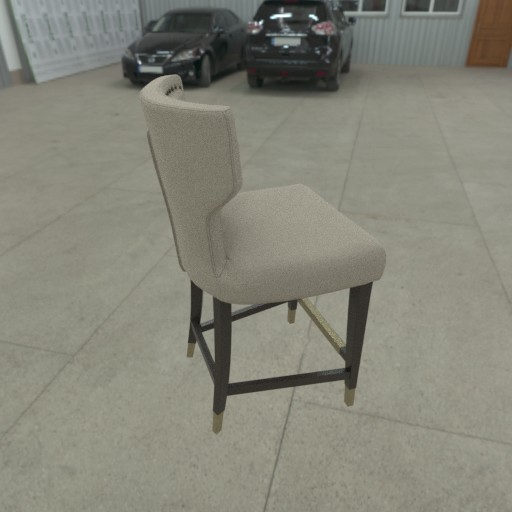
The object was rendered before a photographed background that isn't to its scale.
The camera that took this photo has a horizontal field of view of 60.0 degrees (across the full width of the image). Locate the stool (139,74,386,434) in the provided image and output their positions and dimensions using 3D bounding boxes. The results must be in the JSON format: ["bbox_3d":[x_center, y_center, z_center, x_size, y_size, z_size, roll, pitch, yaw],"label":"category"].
[{"bbox_3d":[0.000,0.000,1.338,0.563,0.982,0.527,-11,32,-18],"label":"stool"}]
